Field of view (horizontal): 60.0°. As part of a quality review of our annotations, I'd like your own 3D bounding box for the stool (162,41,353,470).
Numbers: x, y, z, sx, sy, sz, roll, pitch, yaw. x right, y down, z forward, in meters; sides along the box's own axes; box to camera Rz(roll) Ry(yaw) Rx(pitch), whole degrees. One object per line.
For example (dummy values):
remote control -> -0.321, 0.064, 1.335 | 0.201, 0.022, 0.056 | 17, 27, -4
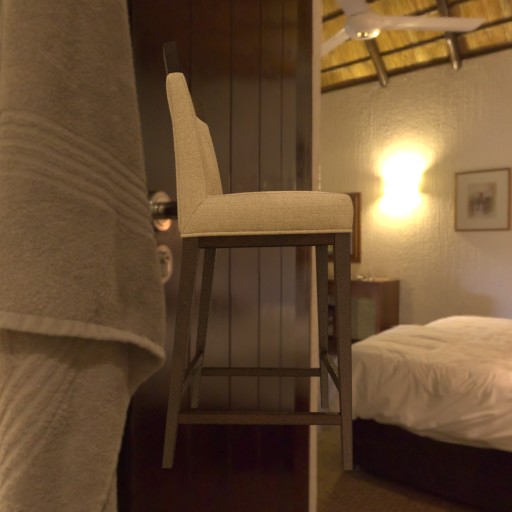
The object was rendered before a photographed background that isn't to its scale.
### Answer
stool -> 0.000, 0.000, 1.400 | 0.531, 1.117, 0.511 | 0, 1, 1
